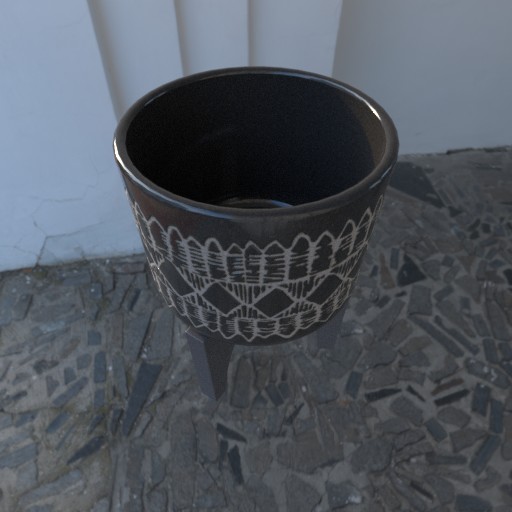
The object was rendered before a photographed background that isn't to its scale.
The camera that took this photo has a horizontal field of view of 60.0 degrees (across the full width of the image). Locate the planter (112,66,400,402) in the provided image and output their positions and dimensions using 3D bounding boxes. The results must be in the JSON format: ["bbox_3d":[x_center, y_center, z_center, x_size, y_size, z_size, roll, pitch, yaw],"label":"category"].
[{"bbox_3d":[0.000,0.000,0.403,0.196,0.264,0.196,3,46,3],"label":"planter"}]
